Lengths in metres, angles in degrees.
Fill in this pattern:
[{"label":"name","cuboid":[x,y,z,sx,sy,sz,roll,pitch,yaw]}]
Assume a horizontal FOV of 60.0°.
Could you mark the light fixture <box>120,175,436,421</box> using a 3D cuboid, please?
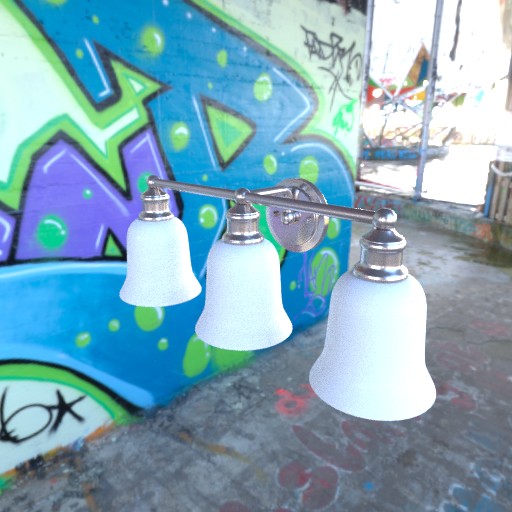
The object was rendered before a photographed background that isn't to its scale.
[{"label":"light fixture","cuboid":[0.000,0.000,0.654,0.570,0.211,0.198,16,23,41]}]
